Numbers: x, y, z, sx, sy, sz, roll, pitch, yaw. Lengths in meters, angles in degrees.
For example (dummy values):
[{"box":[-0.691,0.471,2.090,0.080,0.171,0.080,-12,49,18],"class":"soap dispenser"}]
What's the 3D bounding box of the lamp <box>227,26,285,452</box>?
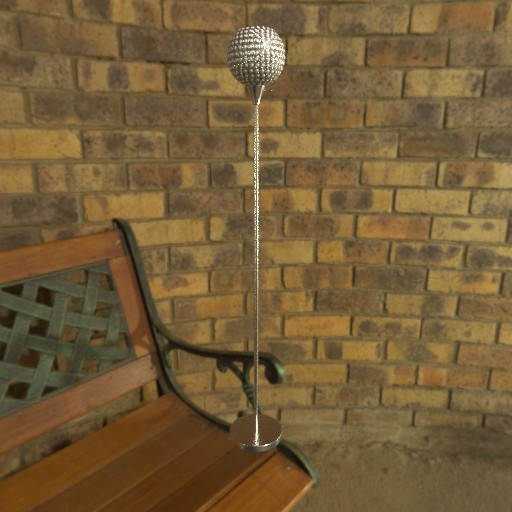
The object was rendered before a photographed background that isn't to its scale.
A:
[{"box":[0.000,0.000,1.942,0.254,1.805,0.254,0,15,0],"class":"lamp"}]
